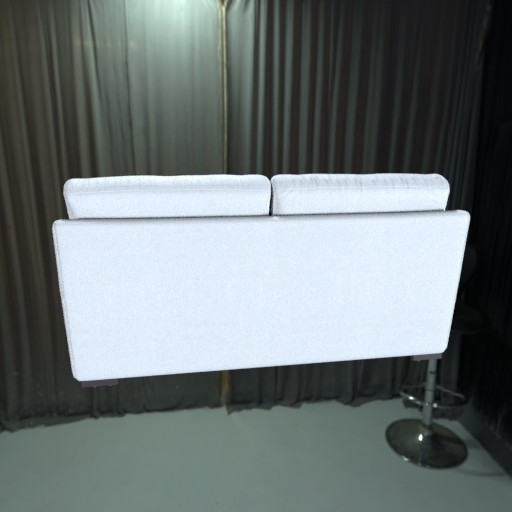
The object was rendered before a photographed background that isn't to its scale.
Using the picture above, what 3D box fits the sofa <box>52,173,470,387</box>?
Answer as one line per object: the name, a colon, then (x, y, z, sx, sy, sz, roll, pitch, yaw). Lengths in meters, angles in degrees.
sofa: (0.000, 0.000, 2.479, 1.880, 0.940, 1.143, -2, 14, -9)
